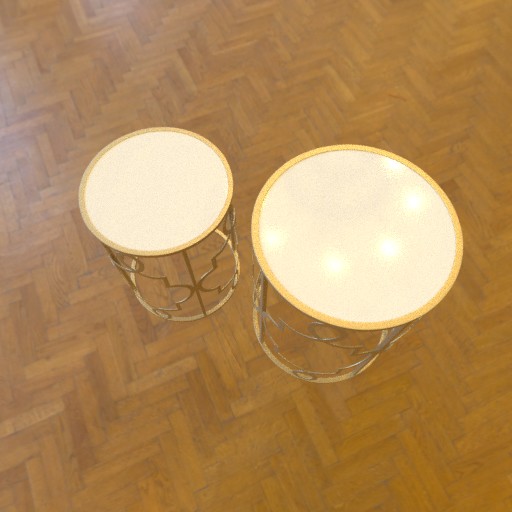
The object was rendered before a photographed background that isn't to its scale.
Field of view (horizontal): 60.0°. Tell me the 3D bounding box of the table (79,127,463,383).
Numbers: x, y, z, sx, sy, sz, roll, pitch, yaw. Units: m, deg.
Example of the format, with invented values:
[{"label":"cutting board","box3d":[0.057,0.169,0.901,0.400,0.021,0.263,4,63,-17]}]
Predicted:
[{"label":"table","box3d":[0.000,0.000,1.173,0.846,0.564,0.420,18,66,8]}]
